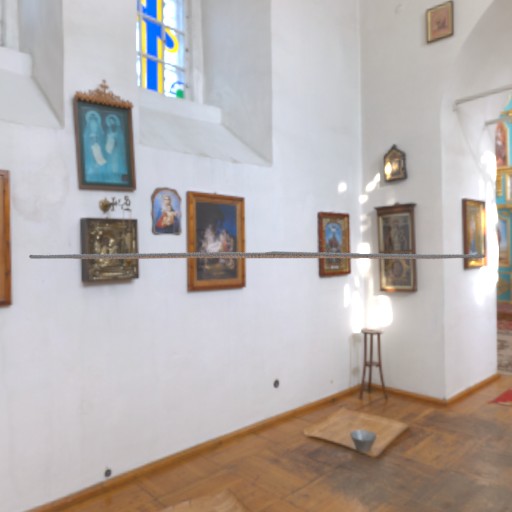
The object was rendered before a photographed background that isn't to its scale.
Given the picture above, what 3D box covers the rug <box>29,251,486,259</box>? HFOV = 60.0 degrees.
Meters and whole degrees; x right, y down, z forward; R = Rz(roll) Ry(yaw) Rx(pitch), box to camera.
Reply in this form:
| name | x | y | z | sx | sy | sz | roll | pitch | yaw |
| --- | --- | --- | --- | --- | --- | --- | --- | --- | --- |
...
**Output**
| name | x | y | z | sx | sy | sz | roll | pitch | yaw |
| --- | --- | --- | --- | --- | --- | --- | --- | --- | --- |
| rug | 0.000 | 0.000 | 2.593 | 2.341 | 0.037 | 0.675 | 0 | -1 | 1 |
